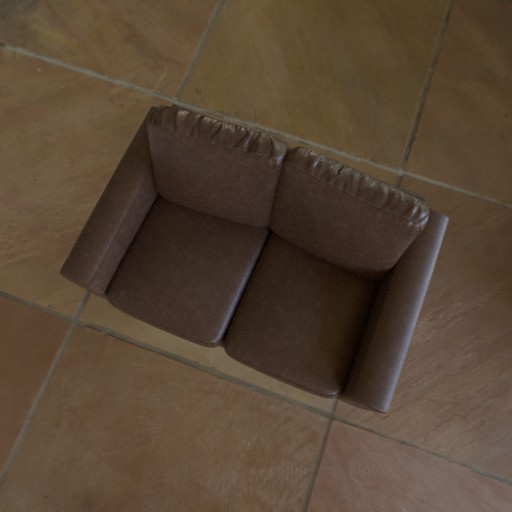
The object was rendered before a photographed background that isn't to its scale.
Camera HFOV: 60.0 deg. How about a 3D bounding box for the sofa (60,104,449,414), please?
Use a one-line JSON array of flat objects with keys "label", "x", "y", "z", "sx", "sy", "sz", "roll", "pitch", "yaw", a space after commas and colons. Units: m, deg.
[{"label": "sofa", "x": 0.000, "y": 0.000, "z": 2.208, "sx": 1.616, "sy": 0.873, "sz": 1.016, "roll": 22, "pitch": 75, "yaw": 6}]
